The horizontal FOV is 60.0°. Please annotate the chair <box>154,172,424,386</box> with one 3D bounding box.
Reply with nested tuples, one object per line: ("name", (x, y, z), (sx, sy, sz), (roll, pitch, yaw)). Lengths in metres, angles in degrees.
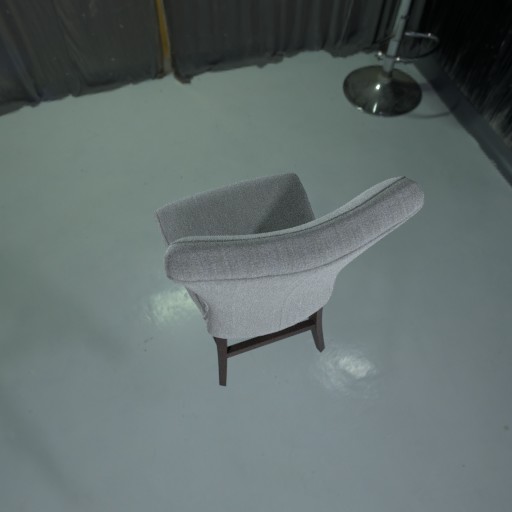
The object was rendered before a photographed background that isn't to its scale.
("chair", (0.000, 0.000, 1.348), (0.520, 0.991, 0.660), (-17, 60, -10))
